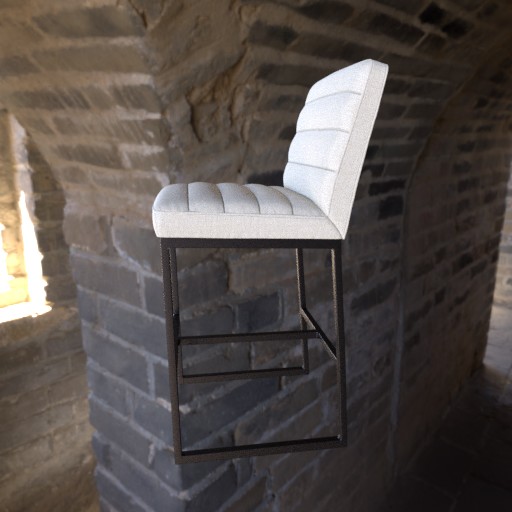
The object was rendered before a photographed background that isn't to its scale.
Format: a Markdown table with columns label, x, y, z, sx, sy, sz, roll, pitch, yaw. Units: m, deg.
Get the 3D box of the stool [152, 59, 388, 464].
| label | x | y | z | sx | sy | sz | roll | pitch | yaw |
| --- | --- | --- | --- | --- | --- | --- | --- | --- | --- |
| stool | 0.000 | 0.000 | 1.320 | 0.560 | 1.040 | 0.460 | -2 | 14 | -8 |
